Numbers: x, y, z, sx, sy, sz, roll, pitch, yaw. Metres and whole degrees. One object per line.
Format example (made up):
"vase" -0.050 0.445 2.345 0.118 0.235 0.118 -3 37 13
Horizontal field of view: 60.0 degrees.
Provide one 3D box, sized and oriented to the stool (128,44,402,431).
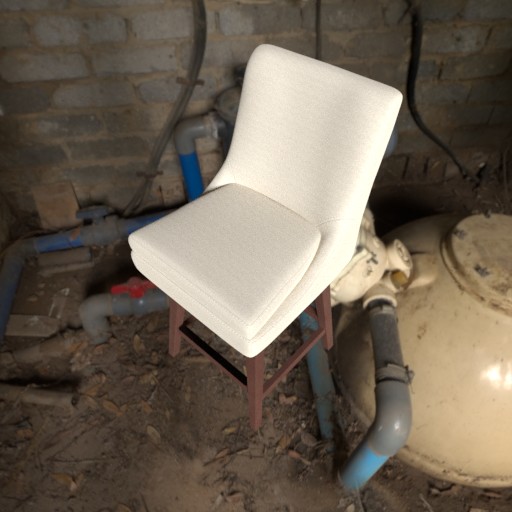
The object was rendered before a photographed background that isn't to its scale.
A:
"stool" 0.000 0.000 1.326 0.483 0.991 0.559 33 55 27
